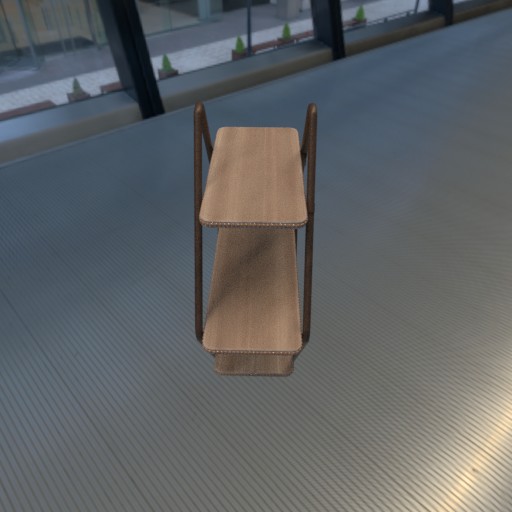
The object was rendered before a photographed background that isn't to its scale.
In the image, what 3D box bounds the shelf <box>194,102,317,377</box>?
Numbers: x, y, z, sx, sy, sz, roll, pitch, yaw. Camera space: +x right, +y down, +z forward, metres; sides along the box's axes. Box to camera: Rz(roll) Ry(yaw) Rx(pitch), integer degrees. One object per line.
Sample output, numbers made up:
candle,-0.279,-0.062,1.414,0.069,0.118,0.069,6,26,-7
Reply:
shelf,0.000,0.000,1.099,0.234,0.774,0.609,1,40,1
